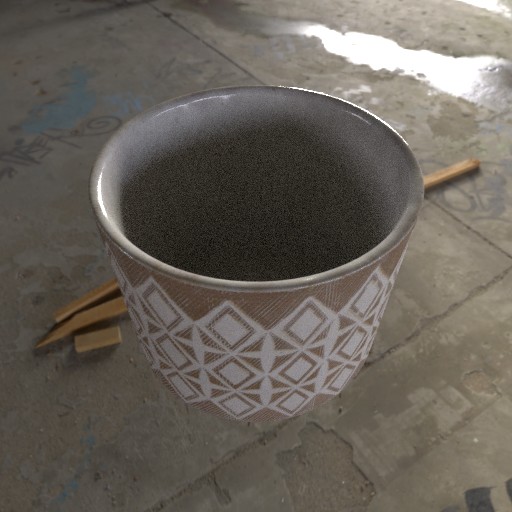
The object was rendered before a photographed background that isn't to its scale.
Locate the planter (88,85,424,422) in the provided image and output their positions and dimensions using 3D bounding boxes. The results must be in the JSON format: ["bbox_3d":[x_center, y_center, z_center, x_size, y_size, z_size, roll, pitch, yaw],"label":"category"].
[{"bbox_3d":[0.000,0.000,0.322,0.193,0.165,0.193,0,47,0],"label":"planter"}]
